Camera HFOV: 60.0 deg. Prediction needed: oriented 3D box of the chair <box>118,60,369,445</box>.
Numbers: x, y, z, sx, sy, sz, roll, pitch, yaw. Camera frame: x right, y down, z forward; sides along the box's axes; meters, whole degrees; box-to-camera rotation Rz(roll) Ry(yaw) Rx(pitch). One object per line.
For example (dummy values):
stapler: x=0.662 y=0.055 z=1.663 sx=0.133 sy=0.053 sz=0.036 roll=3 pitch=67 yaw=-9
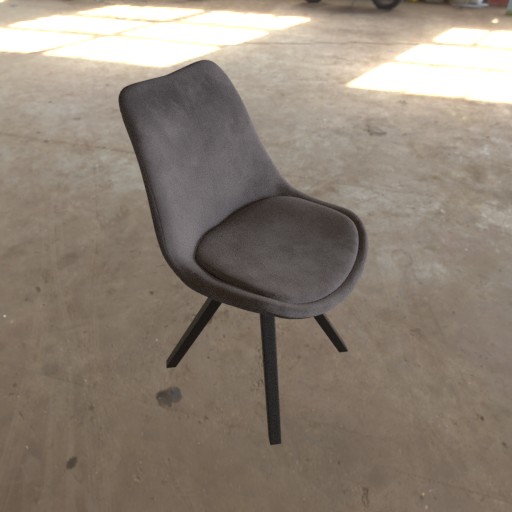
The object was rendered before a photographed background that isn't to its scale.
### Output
chair: x=0.000 y=0.000 z=1.174 sx=0.550 sy=0.850 sz=0.476 roll=25 pitch=45 yaw=27
